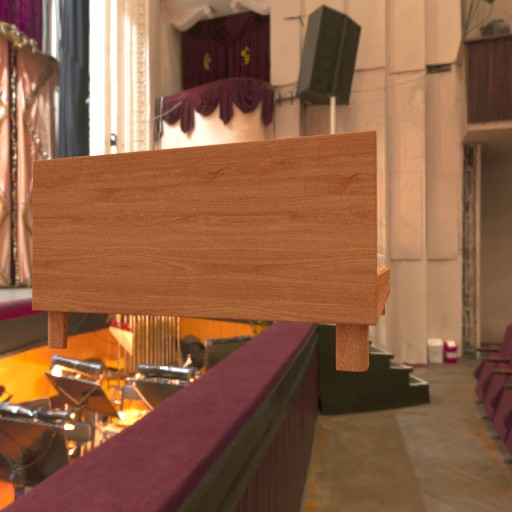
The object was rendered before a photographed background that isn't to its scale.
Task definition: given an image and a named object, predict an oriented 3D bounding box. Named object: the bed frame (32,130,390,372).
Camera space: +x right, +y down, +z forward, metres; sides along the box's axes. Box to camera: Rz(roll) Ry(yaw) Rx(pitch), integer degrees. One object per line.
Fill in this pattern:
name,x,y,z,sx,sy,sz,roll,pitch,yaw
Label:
bed frame,0.000,0.000,2.943,1.660,0.940,2.092,0,-1,18
